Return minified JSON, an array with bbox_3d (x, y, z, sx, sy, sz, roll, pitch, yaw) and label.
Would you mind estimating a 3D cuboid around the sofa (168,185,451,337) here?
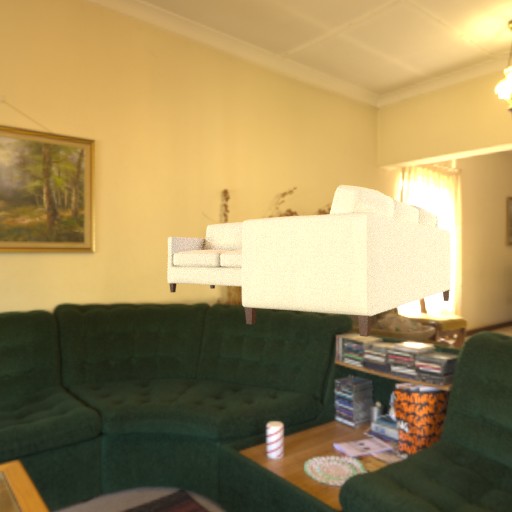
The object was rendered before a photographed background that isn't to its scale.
[{"bbox_3d":[0.000,0.000,4.539,3.302,0.947,2.593,0,0,34],"label":"sofa"}]
